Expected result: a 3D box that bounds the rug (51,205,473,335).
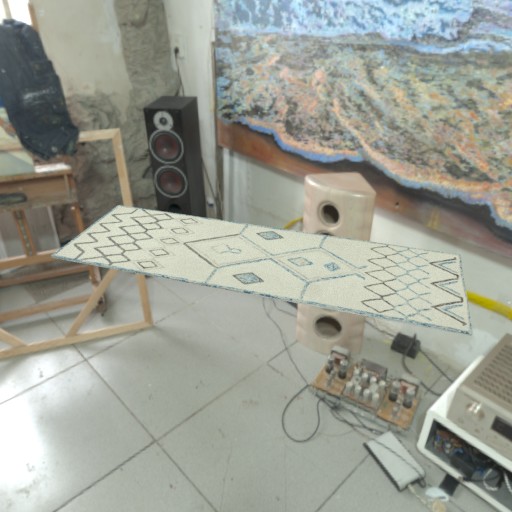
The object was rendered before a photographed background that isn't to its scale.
[{"bbox_3d":[0.000,0.000,2.763,2.434,0.013,0.770,9,33,15],"label":"rug"}]
